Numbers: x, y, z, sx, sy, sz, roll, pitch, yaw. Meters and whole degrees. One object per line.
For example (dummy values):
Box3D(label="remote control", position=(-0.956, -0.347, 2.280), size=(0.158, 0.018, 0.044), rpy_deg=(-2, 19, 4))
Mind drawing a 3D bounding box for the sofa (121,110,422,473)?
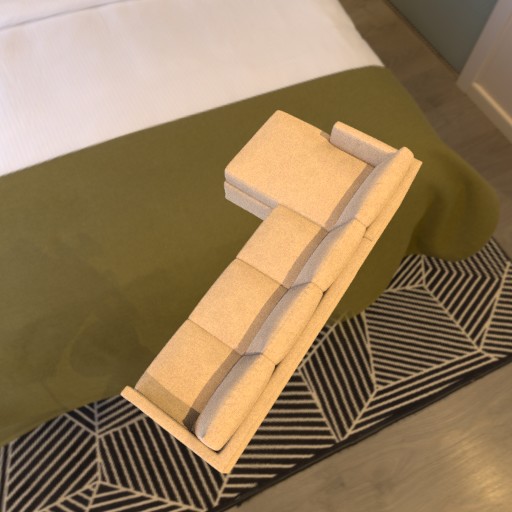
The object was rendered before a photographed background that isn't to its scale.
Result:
Box3D(label="sofa", position=(0.000, 0.000, 4.007), size=(1.638, 0.920, 3.198), rpy_deg=(32, 68, 15))
